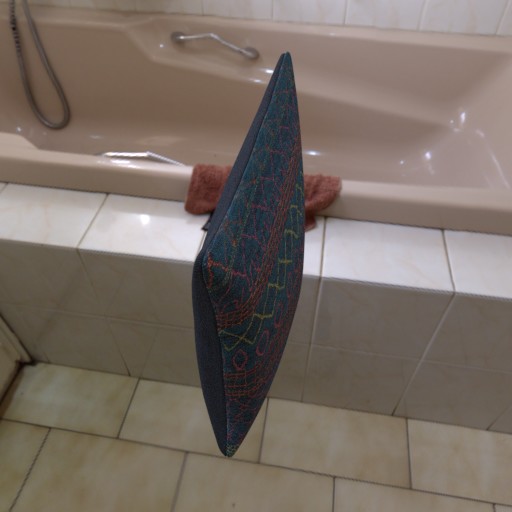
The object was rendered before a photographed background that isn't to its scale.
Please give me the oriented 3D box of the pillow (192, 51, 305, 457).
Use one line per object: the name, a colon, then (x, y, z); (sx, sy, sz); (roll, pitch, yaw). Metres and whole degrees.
pillow: (0.000, 0.000, 0.646); (0.141, 0.431, 0.431); (9, 48, 8)
